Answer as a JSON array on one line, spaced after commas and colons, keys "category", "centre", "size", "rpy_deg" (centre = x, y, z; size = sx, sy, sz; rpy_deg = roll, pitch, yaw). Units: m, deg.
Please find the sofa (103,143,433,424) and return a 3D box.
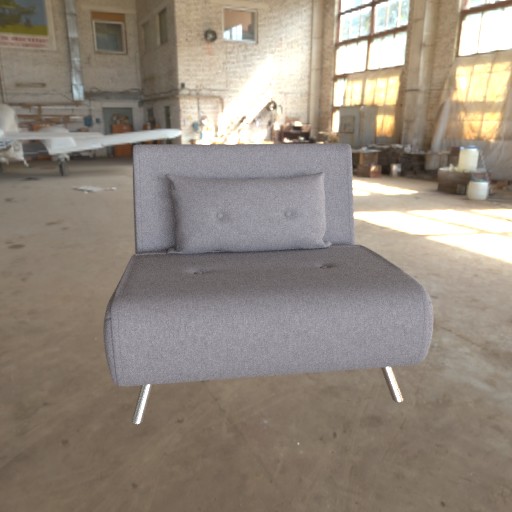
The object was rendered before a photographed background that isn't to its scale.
[{"category": "sofa", "centre": [0.000, 0.000, 1.754], "size": [1.020, 0.825, 1.000], "rpy_deg": [-2, 17, -7]}]
